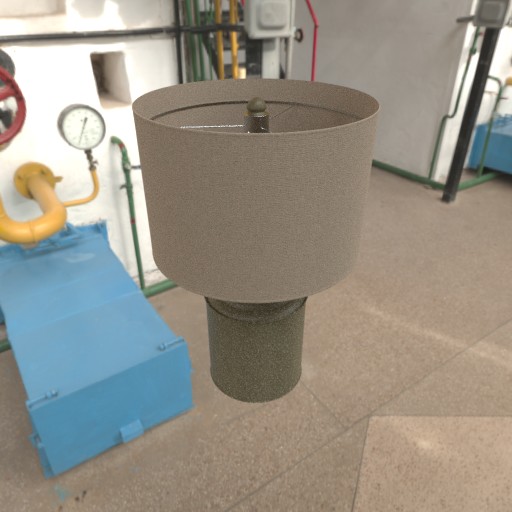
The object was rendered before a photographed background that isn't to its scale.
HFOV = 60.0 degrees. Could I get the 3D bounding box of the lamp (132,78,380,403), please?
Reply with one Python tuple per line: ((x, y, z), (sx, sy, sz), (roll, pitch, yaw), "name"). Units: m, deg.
((0.000, 0.000, 0.707), (0.318, 0.486, 0.318), (0, 31, 0), "lamp")
